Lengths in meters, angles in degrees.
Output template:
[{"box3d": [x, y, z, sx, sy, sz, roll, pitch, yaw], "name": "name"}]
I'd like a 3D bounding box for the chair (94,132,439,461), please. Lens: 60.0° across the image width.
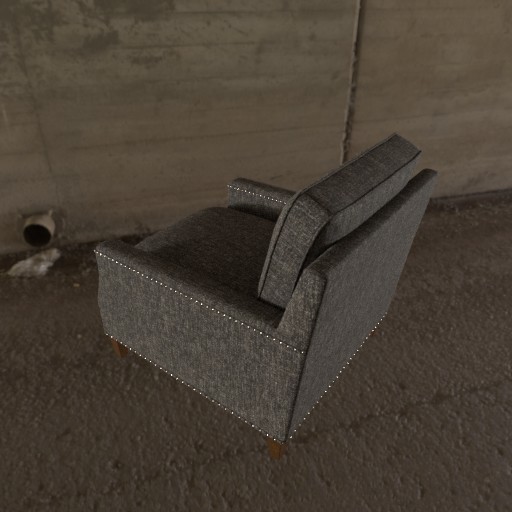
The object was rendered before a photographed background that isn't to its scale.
[{"box3d": [0.000, 0.000, 1.718, 1.014, 0.943, 0.853, 21, 37, 31], "name": "chair"}]
